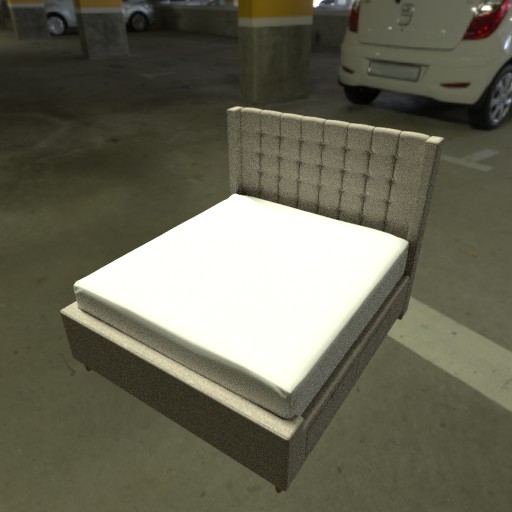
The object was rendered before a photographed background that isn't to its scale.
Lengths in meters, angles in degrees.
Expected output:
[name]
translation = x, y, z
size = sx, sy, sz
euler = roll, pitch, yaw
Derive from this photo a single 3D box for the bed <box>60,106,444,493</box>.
[bed]
translation = 0.000, 0.000, 3.622
size = 2.044, 1.748, 2.372
euler = 19, 36, 29
